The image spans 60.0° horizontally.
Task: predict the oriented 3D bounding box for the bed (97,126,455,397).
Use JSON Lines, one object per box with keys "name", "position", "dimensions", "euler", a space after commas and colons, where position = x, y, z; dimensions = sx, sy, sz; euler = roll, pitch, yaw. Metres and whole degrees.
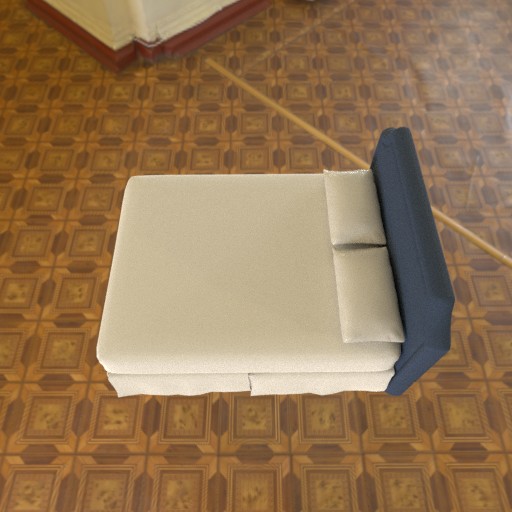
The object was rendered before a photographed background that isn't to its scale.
{"name": "bed", "position": [0.000, 0.000, 3.379], "dimensions": [2.260, 1.297, 1.831], "euler": [-1, 59, 0]}
